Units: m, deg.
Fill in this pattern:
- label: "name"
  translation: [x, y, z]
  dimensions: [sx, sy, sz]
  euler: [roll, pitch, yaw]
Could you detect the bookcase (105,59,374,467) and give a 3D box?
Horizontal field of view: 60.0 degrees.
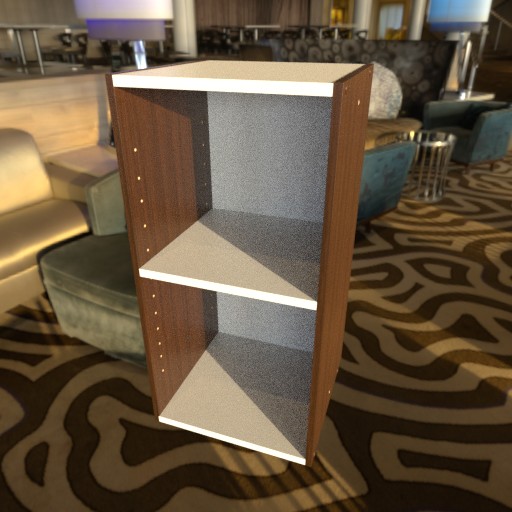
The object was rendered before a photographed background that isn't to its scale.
- label: "bookcase"
  translation: [0.000, 0.000, 0.767]
  dimensions: [0.300, 0.600, 0.290]
  euler: [9, 29, 17]
